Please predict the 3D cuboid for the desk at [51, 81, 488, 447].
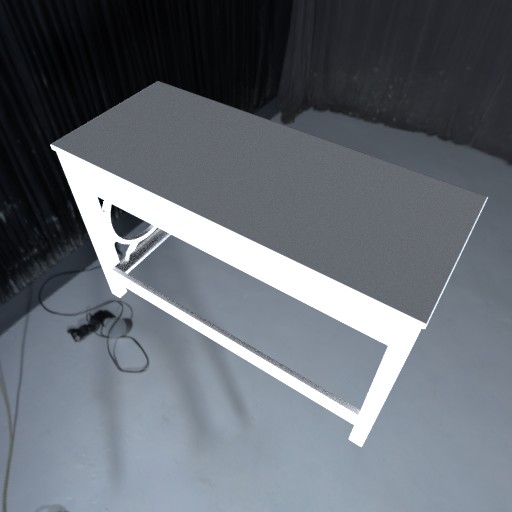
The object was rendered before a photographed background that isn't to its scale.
[{"bbox_3d":[0.000,0.000,1.570,1.191,0.762,0.504,26,53,22],"label":"desk"}]
